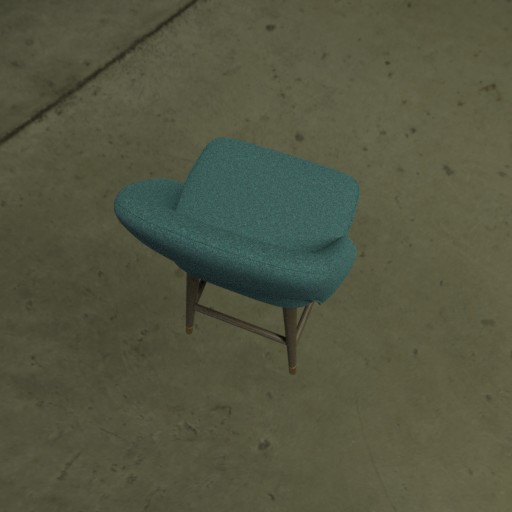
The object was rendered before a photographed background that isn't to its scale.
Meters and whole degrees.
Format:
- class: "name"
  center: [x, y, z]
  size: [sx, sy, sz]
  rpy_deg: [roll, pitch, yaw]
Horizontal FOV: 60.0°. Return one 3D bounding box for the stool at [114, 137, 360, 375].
- class: "stool"
  center: [0.000, 0.000, 1.338]
  size: [0.536, 1.032, 0.522]
  rpy_deg: [19, 66, 9]
